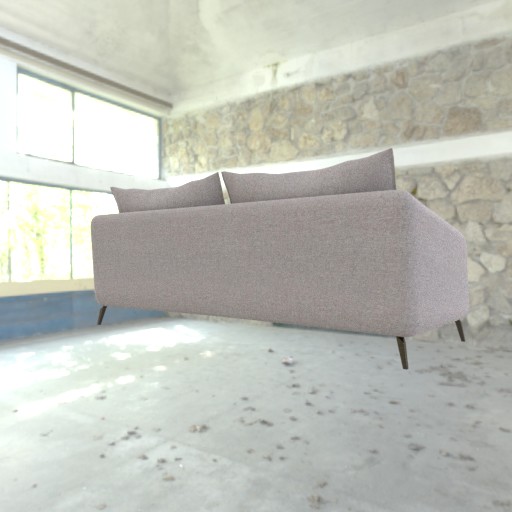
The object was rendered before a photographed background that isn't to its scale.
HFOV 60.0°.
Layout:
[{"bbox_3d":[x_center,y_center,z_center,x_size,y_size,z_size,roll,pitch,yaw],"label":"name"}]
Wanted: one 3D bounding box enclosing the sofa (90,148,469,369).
[{"bbox_3d":[0.000,0.000,2.432,2.022,0.833,0.809,0,0,35],"label":"sofa"}]
